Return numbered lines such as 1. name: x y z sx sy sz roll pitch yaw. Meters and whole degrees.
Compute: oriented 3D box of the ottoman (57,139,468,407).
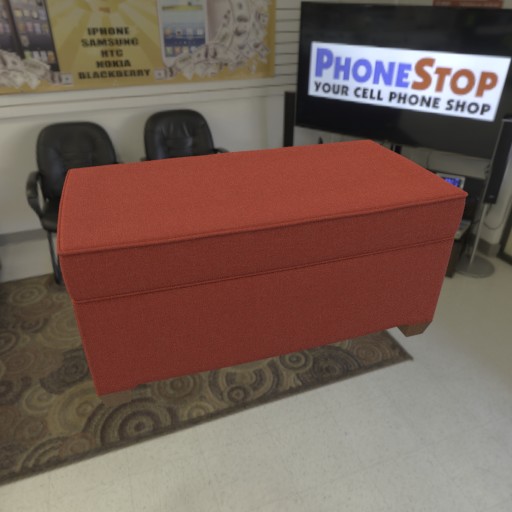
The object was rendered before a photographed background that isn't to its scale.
1. ottoman: 0.000 0.000 1.241 0.948 0.454 0.497 -9 32 -15
